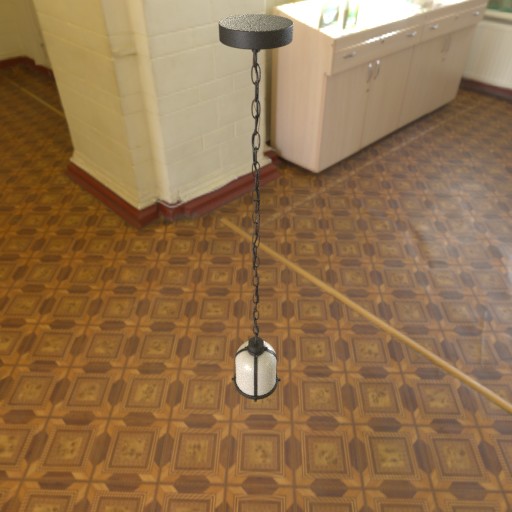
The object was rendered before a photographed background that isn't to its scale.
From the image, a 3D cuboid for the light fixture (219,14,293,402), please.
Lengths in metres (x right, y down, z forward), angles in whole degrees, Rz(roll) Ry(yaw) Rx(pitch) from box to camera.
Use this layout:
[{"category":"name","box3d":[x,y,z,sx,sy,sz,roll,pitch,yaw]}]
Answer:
[{"category":"light fixture","box3d":[0.000,0.000,1.238,0.178,1.181,0.178,1,40,1]}]
